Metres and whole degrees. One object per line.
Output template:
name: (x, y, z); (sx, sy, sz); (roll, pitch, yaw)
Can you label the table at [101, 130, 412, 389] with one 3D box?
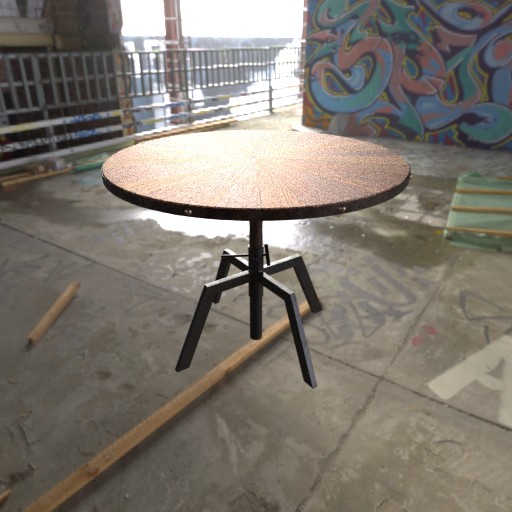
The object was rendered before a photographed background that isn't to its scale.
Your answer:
table: (0.000, 0.000, 1.471); (0.885, 0.658, 0.885); (0, 26, 0)
